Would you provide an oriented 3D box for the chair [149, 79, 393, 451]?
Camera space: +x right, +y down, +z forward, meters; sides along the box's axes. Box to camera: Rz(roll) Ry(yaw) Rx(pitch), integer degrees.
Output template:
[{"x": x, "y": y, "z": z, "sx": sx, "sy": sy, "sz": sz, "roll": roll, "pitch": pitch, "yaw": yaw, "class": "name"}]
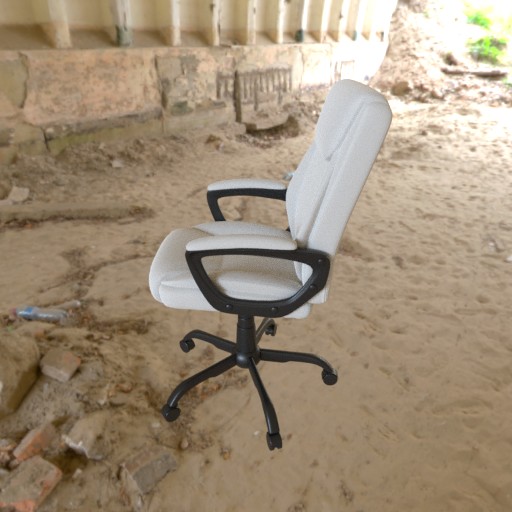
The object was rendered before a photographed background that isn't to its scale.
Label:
[{"x": 0.000, "y": 0.000, "z": 1.450, "sx": 0.669, "sy": 1.065, "sz": 0.663, "roll": 0, "pitch": 26, "yaw": 1, "class": "chair"}]
